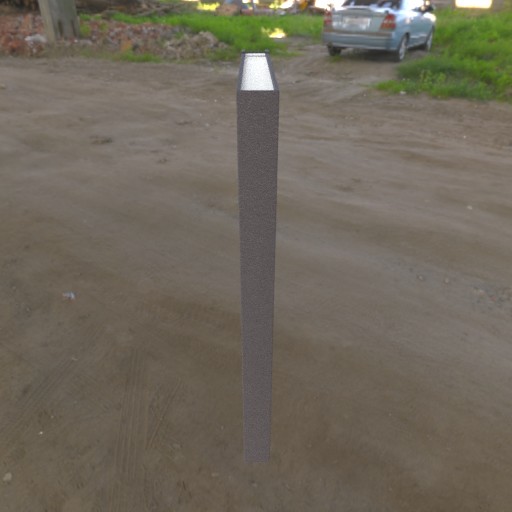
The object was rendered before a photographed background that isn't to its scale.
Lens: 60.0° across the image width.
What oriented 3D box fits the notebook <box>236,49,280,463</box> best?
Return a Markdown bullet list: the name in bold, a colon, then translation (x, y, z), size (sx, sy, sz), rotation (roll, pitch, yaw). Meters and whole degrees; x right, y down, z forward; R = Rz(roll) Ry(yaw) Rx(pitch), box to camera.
- **notebook**: translation (0.000, 0.000, 0.264), size (0.016, 0.213, 0.127), rotation (0, 31, 0)
